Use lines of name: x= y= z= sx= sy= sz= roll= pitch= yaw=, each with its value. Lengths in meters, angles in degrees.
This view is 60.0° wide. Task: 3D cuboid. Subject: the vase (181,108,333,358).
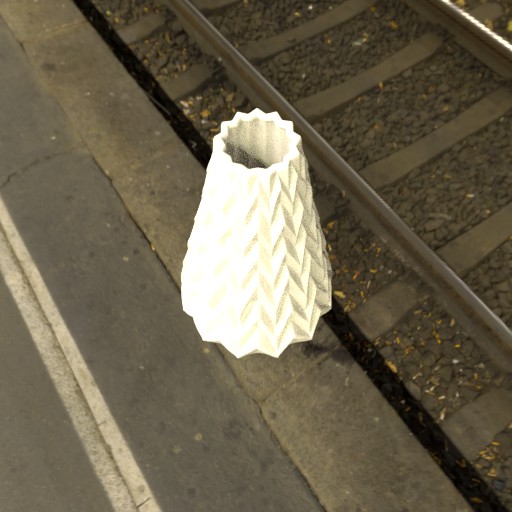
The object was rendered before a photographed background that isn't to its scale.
vase: x=0.000 y=0.000 z=0.425 sx=0.167 sy=0.328 sz=0.167 roll=0 pitch=63 yaw=0
